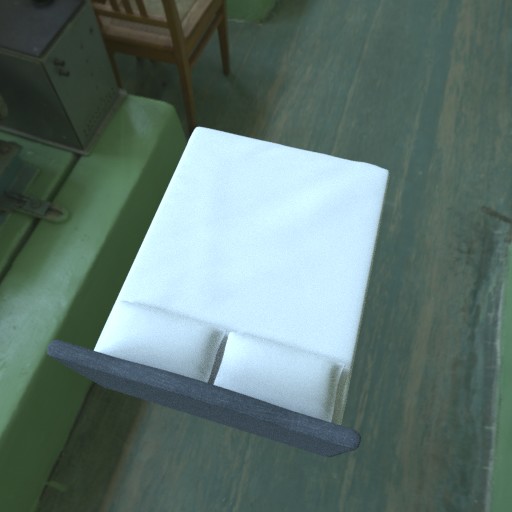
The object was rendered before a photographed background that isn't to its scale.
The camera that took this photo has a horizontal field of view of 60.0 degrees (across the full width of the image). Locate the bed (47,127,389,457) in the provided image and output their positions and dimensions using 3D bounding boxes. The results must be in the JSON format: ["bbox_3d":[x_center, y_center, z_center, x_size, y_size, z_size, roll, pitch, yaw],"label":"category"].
[{"bbox_3d":[0.000,0.000,3.849,2.161,1.457,2.689,15,65,7],"label":"bed"}]
